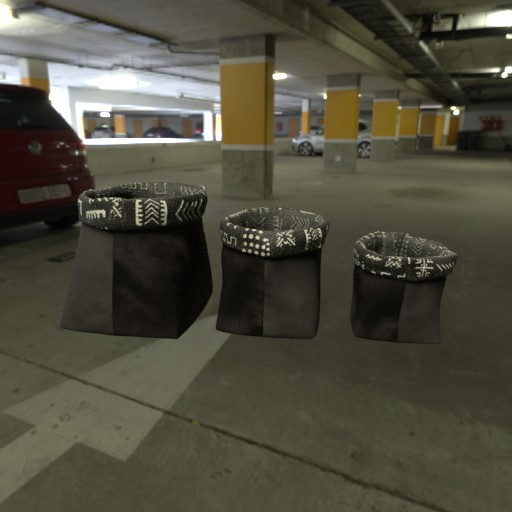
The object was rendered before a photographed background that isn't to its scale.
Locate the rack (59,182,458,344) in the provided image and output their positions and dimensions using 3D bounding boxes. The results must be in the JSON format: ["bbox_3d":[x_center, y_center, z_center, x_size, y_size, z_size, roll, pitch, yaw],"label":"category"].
[{"bbox_3d":[0.000,0.000,1.108,0.905,0.323,0.379,3,16,9],"label":"rack"}]
